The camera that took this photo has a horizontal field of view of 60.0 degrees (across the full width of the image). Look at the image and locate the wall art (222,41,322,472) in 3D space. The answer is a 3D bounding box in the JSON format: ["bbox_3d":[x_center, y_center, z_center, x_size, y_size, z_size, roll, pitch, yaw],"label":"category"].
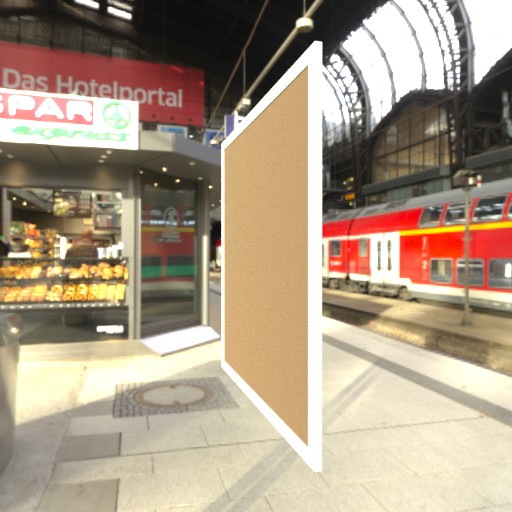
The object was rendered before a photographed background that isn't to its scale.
[{"bbox_3d":[0.000,0.000,1.226,0.015,0.812,0.812,0,0,-17],"label":"wall art"}]
